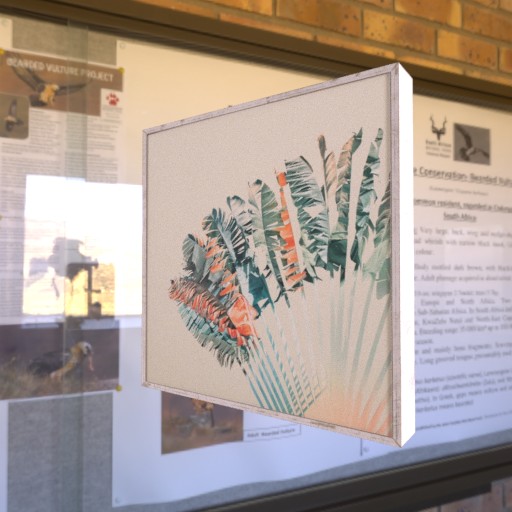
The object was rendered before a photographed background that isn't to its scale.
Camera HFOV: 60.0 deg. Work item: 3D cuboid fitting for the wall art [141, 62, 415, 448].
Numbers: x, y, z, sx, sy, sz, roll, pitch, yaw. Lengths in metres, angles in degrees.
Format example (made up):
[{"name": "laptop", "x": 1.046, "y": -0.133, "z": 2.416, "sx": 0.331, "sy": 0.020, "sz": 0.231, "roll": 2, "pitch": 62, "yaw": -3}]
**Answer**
[{"name": "wall art", "x": 0.000, "y": 0.000, "z": 0.452, "sx": 0.305, "sy": 0.303, "sz": 0.038, "roll": -1, "pitch": -1, "yaw": 35}]
